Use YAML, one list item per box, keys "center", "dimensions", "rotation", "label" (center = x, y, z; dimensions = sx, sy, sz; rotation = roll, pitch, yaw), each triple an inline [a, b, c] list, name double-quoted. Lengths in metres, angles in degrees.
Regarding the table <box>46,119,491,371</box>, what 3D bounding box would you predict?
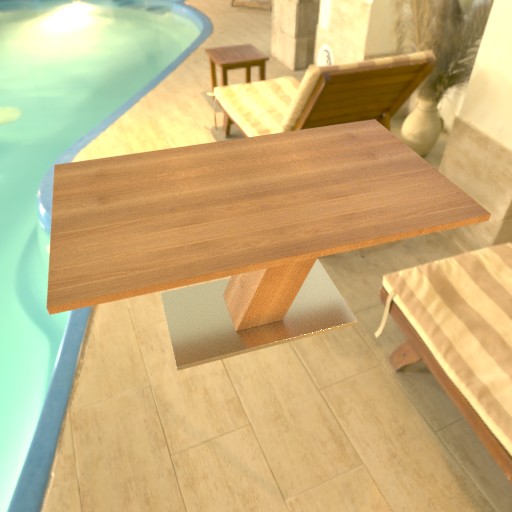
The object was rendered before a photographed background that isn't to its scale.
- center: [0.000, 0.000, 2.078]
  dimensions: [1.600, 0.750, 0.900]
  rotation: [-12, 42, -13]
  label: "table"
